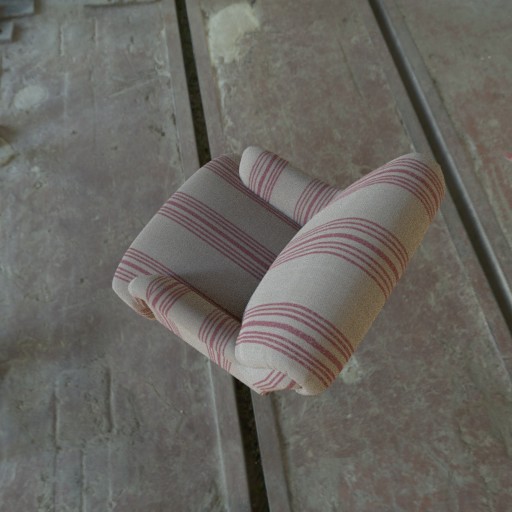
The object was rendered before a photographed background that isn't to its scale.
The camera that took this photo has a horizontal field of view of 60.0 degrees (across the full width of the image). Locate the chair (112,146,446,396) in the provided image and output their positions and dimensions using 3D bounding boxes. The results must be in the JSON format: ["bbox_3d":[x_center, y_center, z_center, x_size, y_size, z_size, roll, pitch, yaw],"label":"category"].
[{"bbox_3d":[0.000,0.000,1.903,1.058,1.123,0.933,32,69,14],"label":"chair"}]
